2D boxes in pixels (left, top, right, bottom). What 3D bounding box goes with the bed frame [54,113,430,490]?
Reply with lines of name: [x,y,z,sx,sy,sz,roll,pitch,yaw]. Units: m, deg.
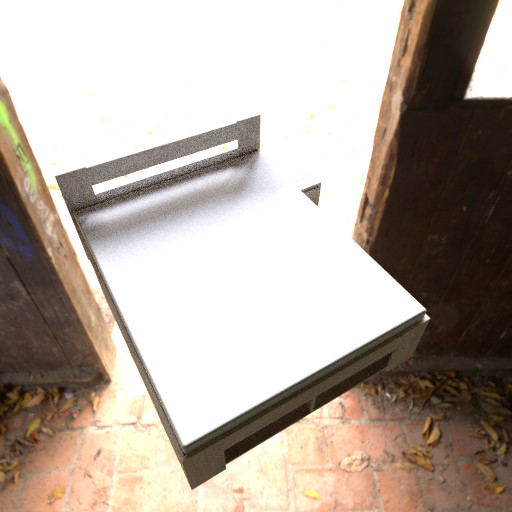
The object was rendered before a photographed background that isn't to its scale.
bed frame: [0.000,0.000,3.128,2.040,0.860,2.050,-23,51,-20]
